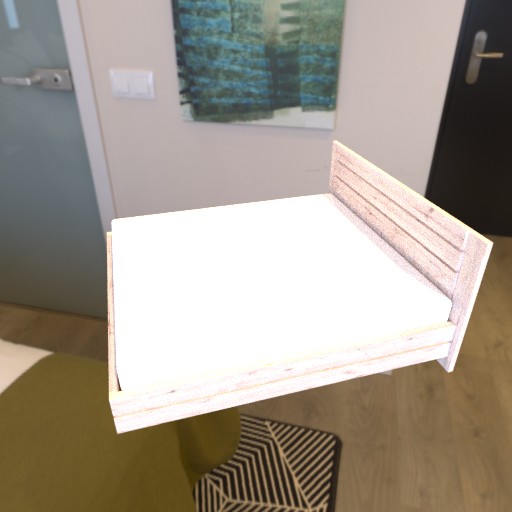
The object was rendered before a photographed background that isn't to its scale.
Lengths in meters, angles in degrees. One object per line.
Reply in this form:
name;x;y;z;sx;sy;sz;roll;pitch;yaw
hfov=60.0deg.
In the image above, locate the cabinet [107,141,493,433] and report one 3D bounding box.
cabinet;0.000;0.000;3.169;2.080;0.970;1.950;-9;32;-14
